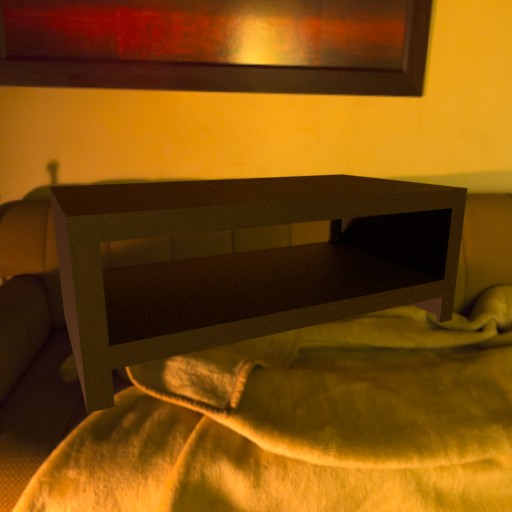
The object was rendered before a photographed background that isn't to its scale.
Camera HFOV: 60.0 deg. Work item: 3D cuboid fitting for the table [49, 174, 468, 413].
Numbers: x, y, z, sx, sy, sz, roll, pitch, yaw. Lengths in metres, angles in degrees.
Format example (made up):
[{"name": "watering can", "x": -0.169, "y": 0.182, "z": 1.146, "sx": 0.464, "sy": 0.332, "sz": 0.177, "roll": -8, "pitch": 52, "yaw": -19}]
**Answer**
[{"name": "table", "x": 0.000, "y": 0.000, "z": 1.380, "sx": 1.099, "sy": 0.424, "sz": 0.597, "roll": -7, "pitch": 17, "yaw": -26}]
